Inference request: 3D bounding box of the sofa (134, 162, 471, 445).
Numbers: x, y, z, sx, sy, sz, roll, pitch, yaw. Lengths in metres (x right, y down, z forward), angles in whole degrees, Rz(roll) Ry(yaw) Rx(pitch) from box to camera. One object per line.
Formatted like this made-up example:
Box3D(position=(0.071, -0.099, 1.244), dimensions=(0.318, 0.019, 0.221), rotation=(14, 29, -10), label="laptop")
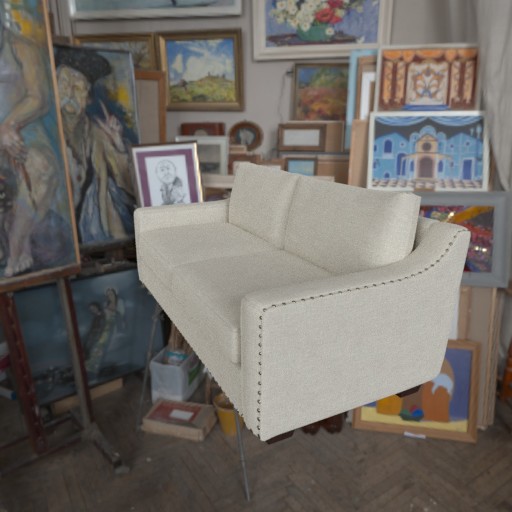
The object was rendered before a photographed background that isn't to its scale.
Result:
Box3D(position=(0.000, 0.000, 2.732), dimensions=(1.104, 0.983, 2.107), rotation=(-8, 19, -25), label="sofa")
